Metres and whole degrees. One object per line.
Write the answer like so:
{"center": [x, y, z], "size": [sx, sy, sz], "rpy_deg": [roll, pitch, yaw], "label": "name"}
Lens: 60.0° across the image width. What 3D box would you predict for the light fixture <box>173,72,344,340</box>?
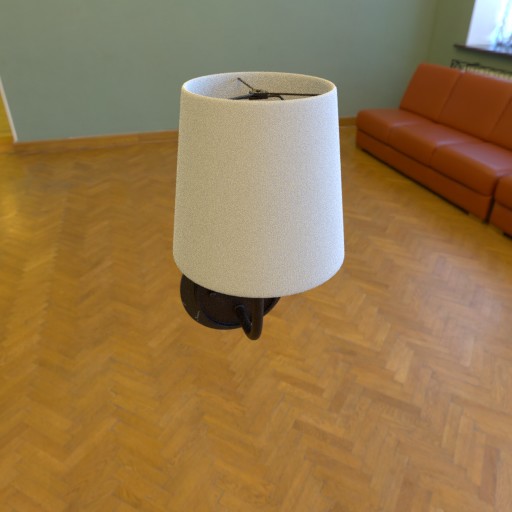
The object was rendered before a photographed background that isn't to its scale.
{"center": [0.000, 0.000, 0.456], "size": [0.168, 0.337, 0.188], "rpy_deg": [-9, 32, -15], "label": "light fixture"}
